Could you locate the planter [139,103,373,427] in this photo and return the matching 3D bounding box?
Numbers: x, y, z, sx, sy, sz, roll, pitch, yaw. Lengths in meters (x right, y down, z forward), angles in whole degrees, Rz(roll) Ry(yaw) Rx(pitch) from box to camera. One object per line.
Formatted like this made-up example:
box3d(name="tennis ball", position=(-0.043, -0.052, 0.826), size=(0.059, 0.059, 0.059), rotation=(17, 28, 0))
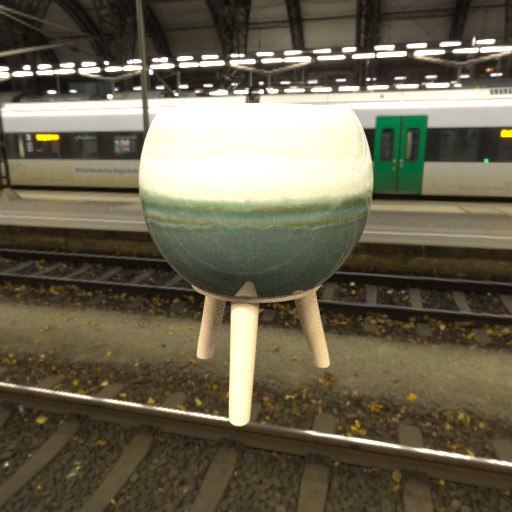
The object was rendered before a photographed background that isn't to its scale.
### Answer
box3d(name="planter", position=(0.000, 0.000, 0.450), size=(0.222, 0.278, 0.222), rotation=(0, 14, 0))
